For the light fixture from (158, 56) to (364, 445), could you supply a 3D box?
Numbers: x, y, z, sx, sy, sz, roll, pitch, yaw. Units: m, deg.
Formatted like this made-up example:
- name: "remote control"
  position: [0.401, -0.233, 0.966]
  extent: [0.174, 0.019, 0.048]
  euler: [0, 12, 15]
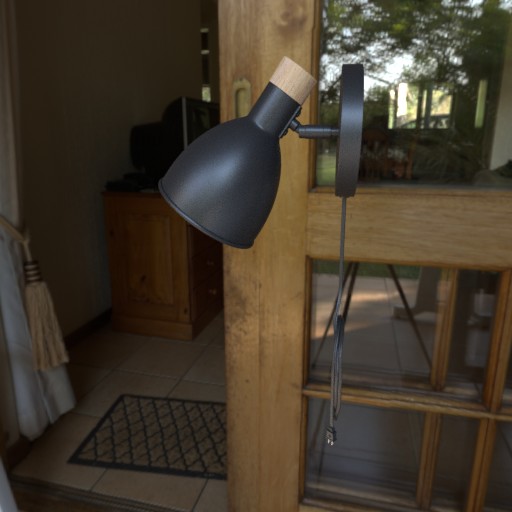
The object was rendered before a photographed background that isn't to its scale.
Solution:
- name: "light fixture"
  position: [0.000, 0.000, 0.484]
  extent: [0.203, 0.401, 0.127]
  euler: [2, 15, 9]
